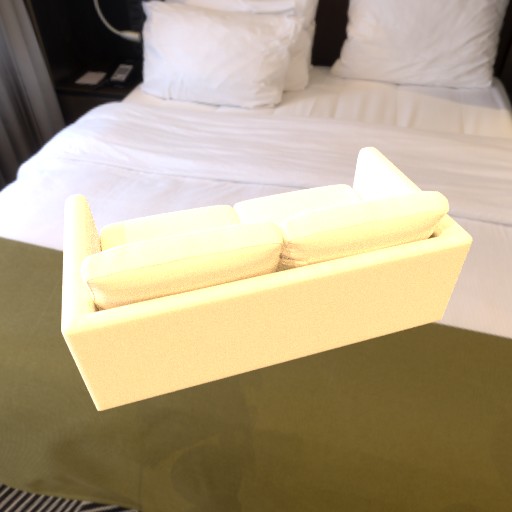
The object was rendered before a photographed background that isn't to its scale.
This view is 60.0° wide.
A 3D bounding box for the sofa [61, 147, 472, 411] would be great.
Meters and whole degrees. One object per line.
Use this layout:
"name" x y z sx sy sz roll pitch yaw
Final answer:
"sofa" 0.000 0.000 2.227 1.713 0.893 0.940 -11 42 -13
